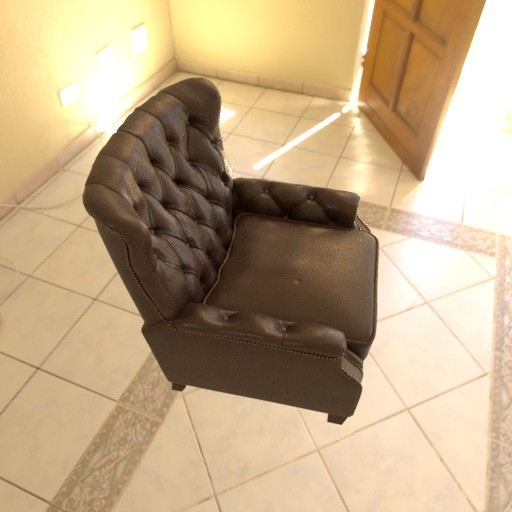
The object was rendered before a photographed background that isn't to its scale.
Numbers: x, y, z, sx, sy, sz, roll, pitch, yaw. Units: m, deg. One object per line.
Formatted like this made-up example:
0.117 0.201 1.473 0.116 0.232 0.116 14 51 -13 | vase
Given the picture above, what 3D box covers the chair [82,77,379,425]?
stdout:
0.000 0.000 1.480 0.823 0.864 0.709 9 48 8 | chair
